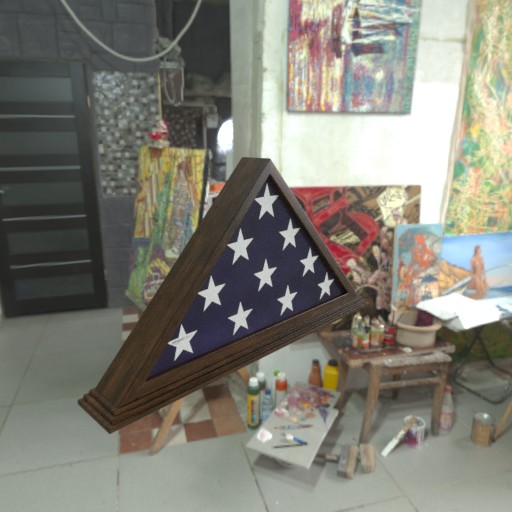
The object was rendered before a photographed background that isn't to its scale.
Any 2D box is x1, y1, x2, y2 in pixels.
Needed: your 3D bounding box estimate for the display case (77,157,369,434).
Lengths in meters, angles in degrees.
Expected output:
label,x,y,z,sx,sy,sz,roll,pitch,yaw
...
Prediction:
label,x,y,z,sx,sy,sz,roll,pitch,yaw
display case,0.000,0.000,0.785,0.095,0.340,0.640,15,21,43
